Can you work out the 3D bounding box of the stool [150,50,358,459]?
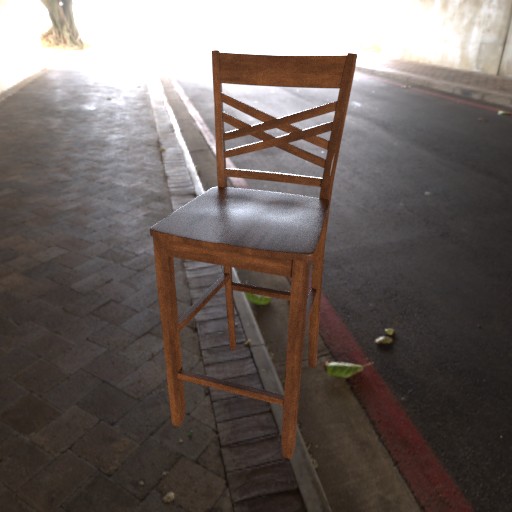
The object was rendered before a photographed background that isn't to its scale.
[{"bbox_3d":[0.000,0.000,1.343,0.433,1.105,0.487,9,29,17],"label":"stool"}]
